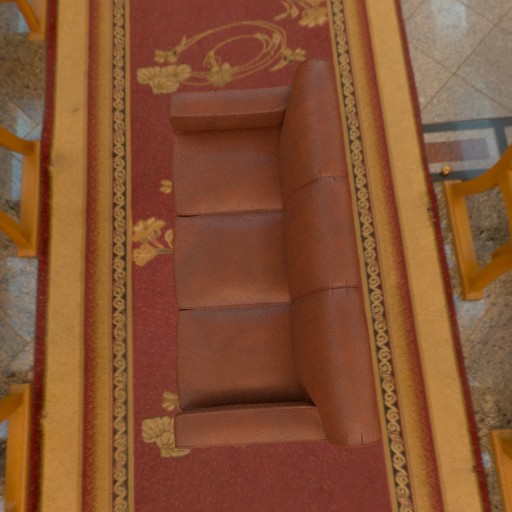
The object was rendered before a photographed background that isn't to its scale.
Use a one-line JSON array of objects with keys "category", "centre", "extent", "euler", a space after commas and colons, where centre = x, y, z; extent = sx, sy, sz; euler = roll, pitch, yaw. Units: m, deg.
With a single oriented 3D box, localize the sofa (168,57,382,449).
[{"category": "sofa", "centre": [0.000, 0.000, 2.590], "extent": [1.008, 0.953, 2.039], "euler": [-4, 75, -1]}]
